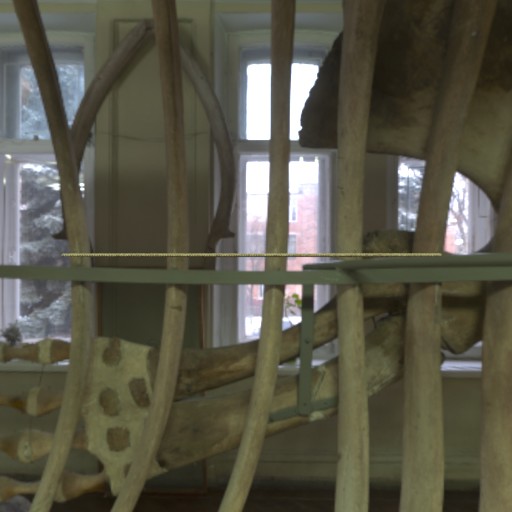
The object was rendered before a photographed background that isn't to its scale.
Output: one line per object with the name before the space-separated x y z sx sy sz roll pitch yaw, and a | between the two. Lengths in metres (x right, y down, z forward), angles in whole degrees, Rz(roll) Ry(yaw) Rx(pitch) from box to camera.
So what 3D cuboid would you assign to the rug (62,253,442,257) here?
rug | 0.000 0.000 2.345 1.240 0.010 1.824 0 0 1
